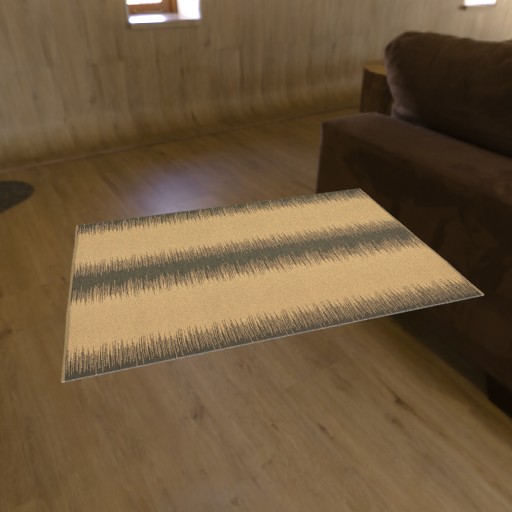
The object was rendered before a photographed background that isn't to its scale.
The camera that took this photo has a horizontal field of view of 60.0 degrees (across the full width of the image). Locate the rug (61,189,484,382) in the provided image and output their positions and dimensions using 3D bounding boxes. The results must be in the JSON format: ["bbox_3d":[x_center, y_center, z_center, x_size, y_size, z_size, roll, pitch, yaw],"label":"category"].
[{"bbox_3d":[0.000,0.000,2.331,1.854,0.006,1.234,-9,34,-14],"label":"rug"}]
